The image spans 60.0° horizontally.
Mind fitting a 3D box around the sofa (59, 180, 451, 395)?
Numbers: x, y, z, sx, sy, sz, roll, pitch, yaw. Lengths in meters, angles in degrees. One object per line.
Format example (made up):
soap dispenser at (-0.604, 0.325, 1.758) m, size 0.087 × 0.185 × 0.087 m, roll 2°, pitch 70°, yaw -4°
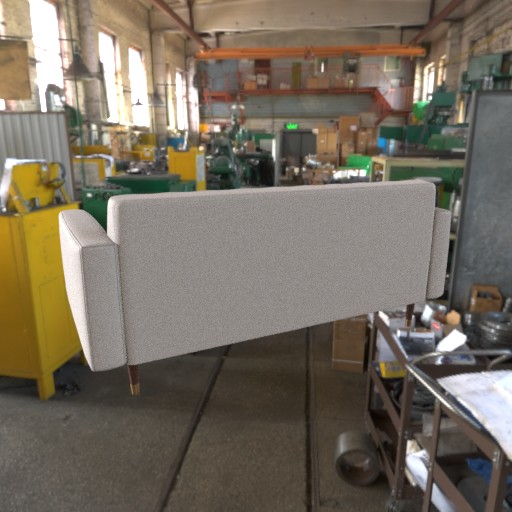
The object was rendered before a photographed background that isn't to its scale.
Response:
sofa at (0.000, 0.000, 2.409) m, size 1.895 × 0.814 × 0.969 m, roll -7°, pitch 16°, yaw -26°
